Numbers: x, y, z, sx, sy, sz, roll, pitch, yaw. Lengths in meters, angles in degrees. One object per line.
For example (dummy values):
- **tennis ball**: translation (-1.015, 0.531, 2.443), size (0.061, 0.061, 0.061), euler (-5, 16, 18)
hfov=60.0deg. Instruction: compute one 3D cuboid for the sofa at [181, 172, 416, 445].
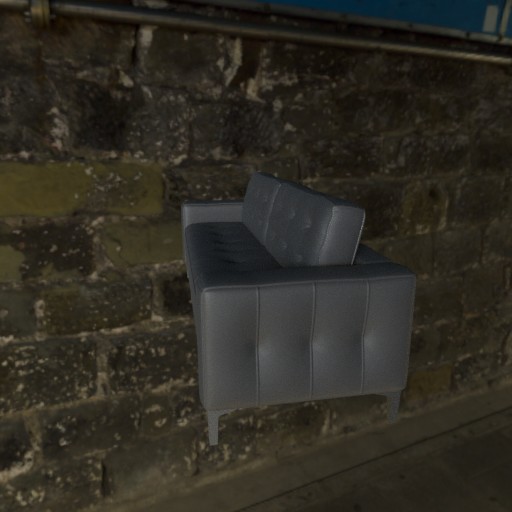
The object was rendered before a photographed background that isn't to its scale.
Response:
- **sofa**: translation (0.000, 0.000, 2.689), size (0.833, 0.893, 2.275), euler (-3, 15, -10)
